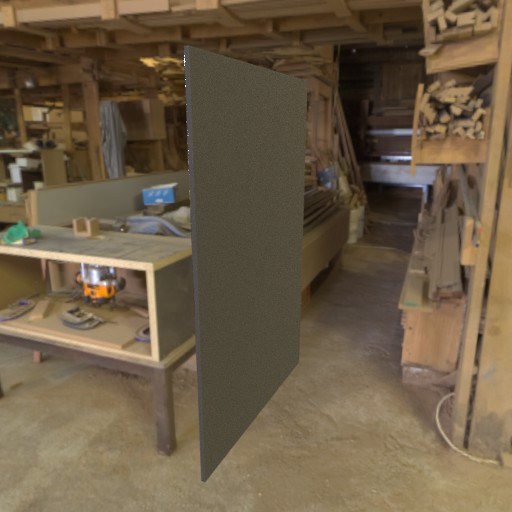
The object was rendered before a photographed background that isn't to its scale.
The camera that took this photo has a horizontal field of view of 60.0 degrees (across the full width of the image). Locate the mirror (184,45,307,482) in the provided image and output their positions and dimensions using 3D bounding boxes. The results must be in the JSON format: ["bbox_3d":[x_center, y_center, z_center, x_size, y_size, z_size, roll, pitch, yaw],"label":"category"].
[{"bbox_3d":[0.000,0.000,1.161,0.039,0.914,0.613,7,17,25],"label":"mirror"}]
